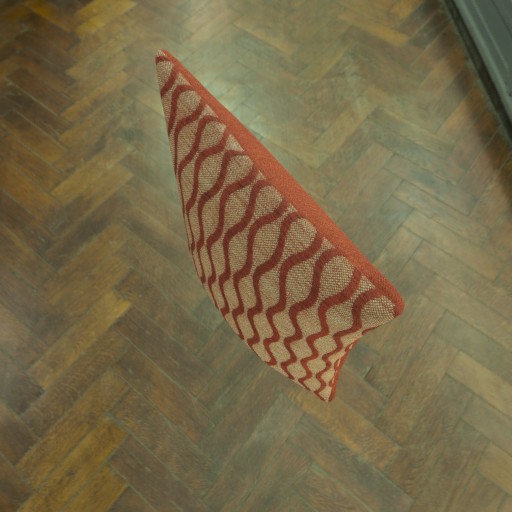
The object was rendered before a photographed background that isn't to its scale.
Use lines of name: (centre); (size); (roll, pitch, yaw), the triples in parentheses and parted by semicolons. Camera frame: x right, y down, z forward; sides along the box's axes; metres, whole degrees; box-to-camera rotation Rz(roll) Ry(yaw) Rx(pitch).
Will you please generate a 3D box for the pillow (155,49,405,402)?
pillow: (0.000, 0.000, 0.653); (0.159, 0.434, 0.429); (-33, 67, -16)
